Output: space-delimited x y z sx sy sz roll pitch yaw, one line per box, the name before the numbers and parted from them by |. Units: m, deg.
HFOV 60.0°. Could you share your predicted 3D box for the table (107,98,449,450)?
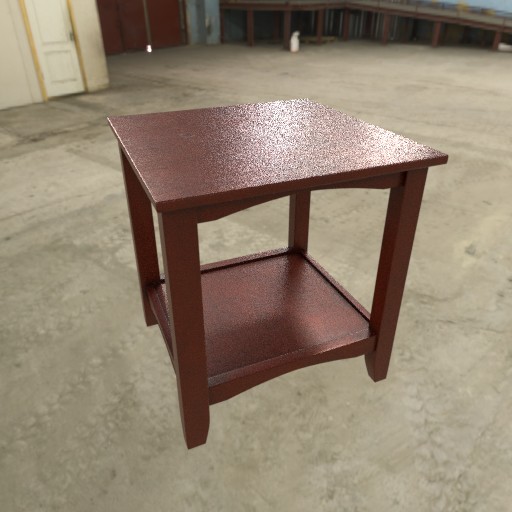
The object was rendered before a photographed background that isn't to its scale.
table | 0.000 0.000 1.010 0.523 0.558 0.522 -11 33 -18
